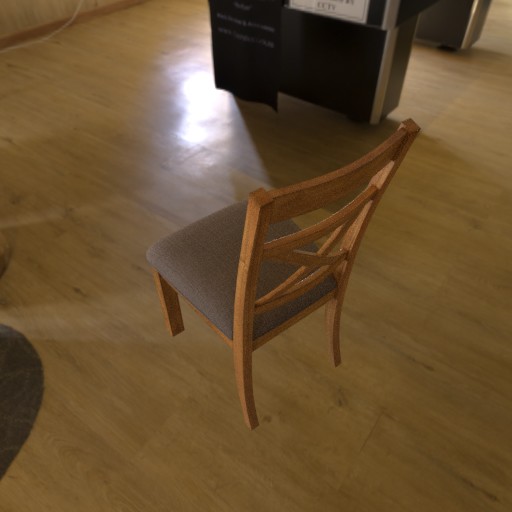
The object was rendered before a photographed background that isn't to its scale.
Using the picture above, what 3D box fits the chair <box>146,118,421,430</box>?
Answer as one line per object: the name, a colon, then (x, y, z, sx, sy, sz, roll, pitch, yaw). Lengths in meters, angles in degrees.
chair: (0.000, 0.000, 1.286, 0.470, 0.949, 0.581, -29, 52, -25)
